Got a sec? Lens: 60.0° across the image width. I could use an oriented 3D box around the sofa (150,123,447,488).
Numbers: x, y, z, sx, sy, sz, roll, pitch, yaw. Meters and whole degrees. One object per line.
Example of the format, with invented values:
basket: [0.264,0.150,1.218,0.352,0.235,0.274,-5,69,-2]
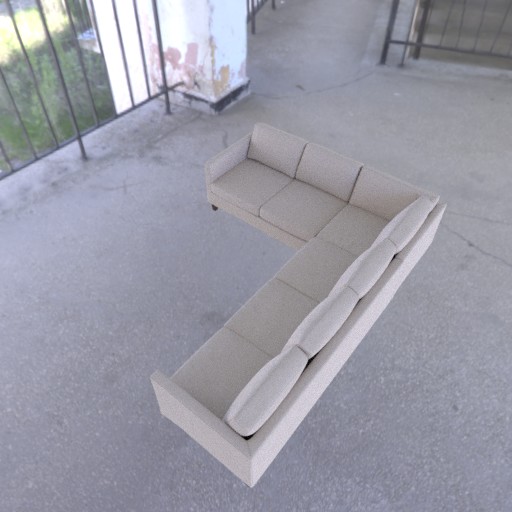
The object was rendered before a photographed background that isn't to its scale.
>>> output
sofa: [0.000,0.000,4.285,2.432,0.863,3.182,30,53,26]
